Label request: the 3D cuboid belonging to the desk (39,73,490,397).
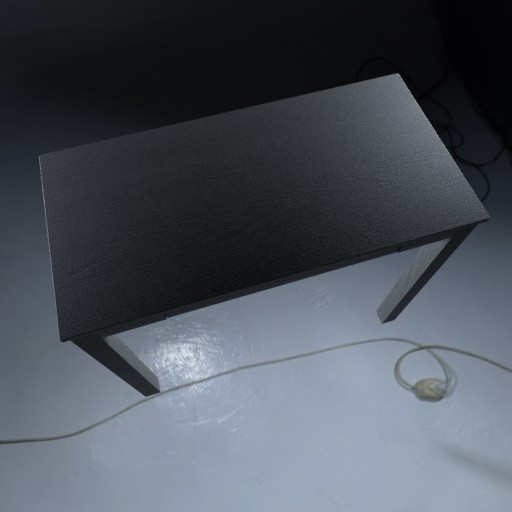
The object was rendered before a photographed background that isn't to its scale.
[{"bbox_3d":[0.000,0.000,1.415,0.991,0.762,0.499,-15,64,-8],"label":"desk"}]
